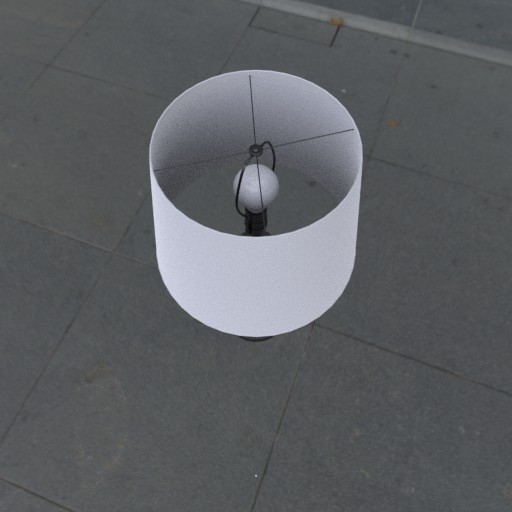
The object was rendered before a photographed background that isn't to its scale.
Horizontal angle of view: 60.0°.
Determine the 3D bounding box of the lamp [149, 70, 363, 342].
[{"bbox_3d":[0.000,0.000,0.792,0.331,0.594,0.331,0,64,0],"label":"lamp"}]
